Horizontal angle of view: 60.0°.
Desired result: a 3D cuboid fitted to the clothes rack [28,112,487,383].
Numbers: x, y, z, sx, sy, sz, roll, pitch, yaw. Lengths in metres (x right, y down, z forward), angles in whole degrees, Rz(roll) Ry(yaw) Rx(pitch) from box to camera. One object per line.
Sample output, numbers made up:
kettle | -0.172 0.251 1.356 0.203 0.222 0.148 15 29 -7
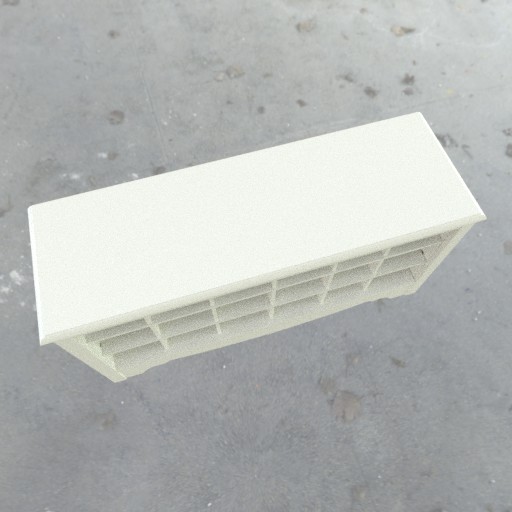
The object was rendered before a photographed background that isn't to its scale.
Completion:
clothes rack | 0.000 0.000 1.474 1.218 0.558 0.405 -15 65 -7
